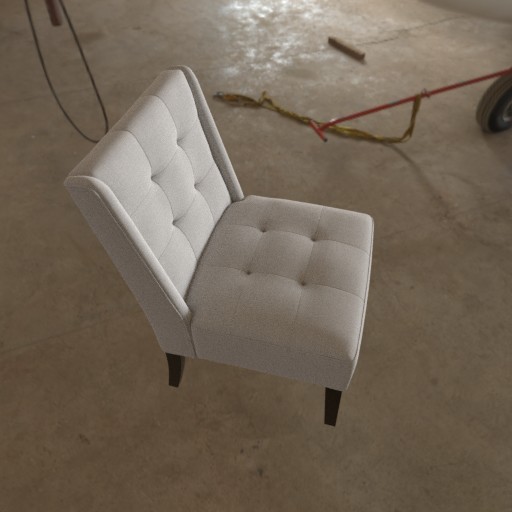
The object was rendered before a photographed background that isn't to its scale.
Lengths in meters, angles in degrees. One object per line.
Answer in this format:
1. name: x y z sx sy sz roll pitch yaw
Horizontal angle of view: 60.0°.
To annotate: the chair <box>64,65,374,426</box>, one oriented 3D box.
1. chair: 0.000 0.000 1.314 0.676 0.853 0.569 11 48 10
